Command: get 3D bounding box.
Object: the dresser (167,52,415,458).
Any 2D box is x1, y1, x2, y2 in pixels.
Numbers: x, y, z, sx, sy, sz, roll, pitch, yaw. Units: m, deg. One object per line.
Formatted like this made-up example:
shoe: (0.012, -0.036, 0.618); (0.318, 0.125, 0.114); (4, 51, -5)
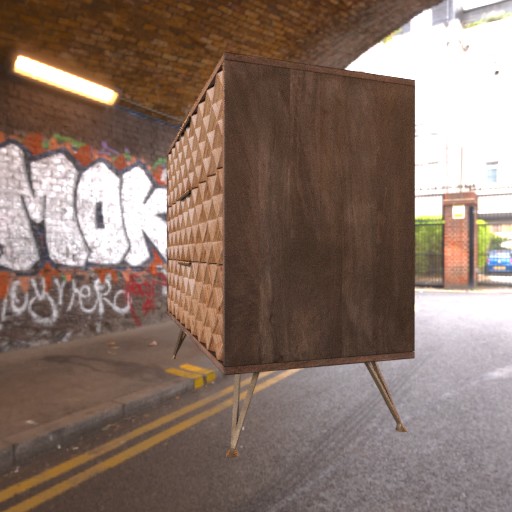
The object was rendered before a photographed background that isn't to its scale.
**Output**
dresser: (0.000, 0.000, 1.371); (0.453, 0.801, 0.923); (0, 0, -18)
